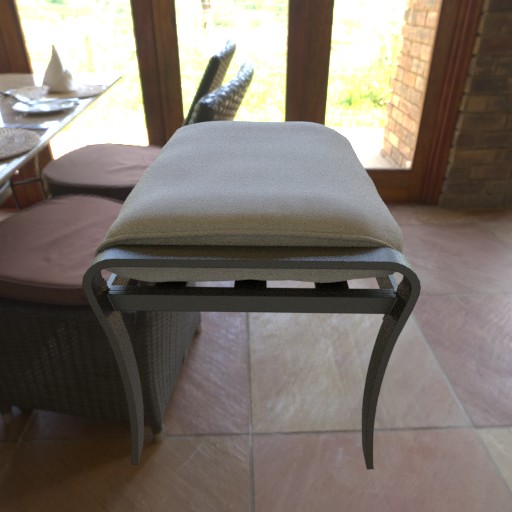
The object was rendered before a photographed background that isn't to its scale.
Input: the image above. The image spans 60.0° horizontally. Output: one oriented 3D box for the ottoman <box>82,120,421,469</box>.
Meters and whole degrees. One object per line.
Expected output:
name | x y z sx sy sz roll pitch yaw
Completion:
ottoman | 0.000 0.000 0.860 0.406 0.422 0.610 1 30 1
